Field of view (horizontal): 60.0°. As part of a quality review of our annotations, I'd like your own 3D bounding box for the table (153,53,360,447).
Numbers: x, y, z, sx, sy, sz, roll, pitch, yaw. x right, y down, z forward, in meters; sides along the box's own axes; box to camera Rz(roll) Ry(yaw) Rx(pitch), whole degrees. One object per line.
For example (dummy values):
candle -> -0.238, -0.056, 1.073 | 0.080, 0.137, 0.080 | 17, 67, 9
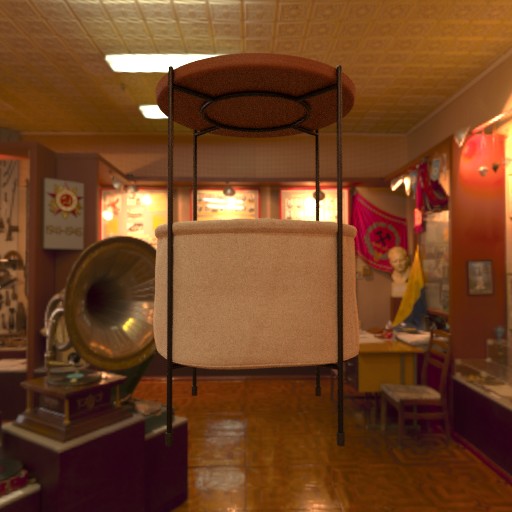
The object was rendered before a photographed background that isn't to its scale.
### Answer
table -> 0.000, 0.000, 0.868 | 0.393, 0.623, 0.393 | 0, -1, 0
